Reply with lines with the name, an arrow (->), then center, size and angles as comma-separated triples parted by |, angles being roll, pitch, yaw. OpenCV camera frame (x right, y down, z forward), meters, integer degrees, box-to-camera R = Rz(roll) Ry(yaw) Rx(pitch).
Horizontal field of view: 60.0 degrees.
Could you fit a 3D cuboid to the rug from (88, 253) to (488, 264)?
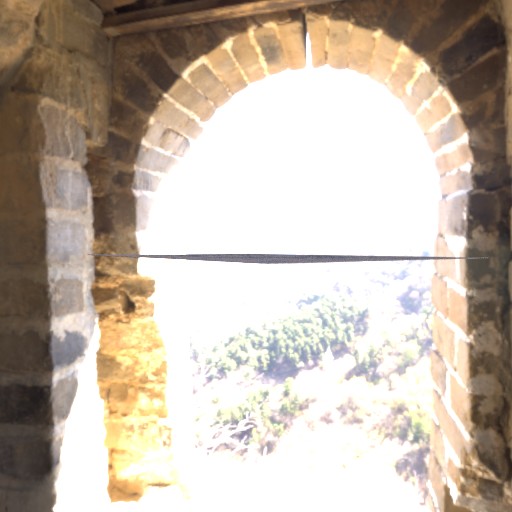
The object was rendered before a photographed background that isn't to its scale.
rug -> 0.000, 0.000, 2.321 | 1.223, 0.008, 1.813 | -1, 1, -36
